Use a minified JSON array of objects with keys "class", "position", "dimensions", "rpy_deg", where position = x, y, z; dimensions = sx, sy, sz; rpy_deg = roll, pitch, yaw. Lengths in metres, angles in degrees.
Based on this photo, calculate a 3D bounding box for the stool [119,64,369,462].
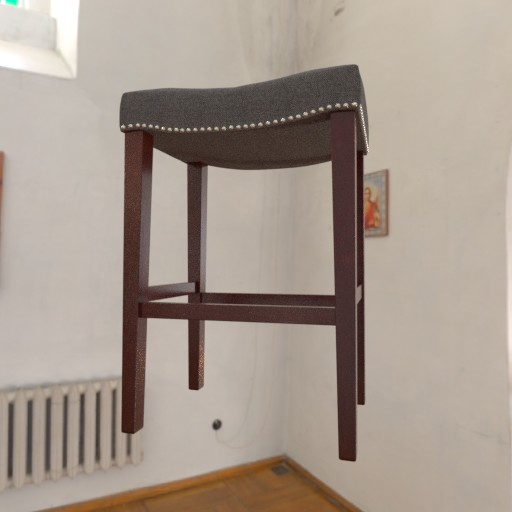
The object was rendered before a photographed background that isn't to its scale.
[{"class":"stool","position":[0.000,0.000,1.035],"dimensions":[0.504,0.742,0.372],"rpy_deg":[0,-1,16]}]
